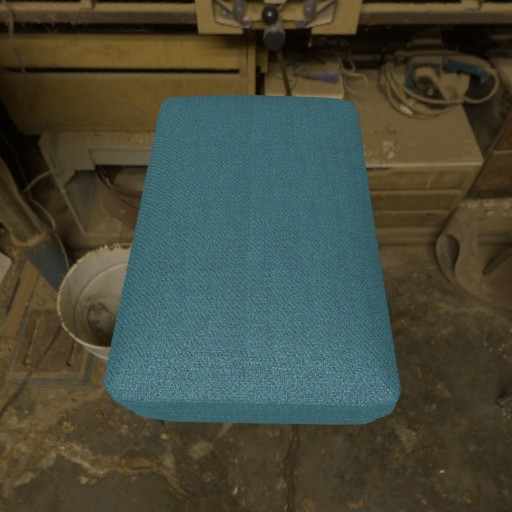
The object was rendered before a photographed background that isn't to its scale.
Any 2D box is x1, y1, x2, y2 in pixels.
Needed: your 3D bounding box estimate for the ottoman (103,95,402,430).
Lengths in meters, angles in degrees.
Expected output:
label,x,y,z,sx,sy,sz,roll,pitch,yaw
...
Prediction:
label,x,y,z,sx,sy,sz,roll,pitch,yaw
ottoman,0.000,0.000,1.169,0.563,0.498,0.856,1,58,1
